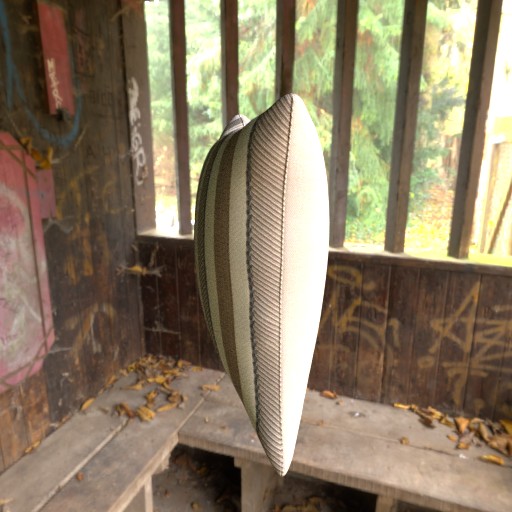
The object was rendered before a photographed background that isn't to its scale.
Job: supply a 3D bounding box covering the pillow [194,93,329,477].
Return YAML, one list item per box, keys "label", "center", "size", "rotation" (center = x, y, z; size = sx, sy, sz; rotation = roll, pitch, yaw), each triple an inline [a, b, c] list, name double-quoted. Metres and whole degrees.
- label: "pillow"
  center: [0.000, 0.000, 0.628]
  size: [0.173, 0.401, 0.416]
  rotation: [-2, 15, -8]
